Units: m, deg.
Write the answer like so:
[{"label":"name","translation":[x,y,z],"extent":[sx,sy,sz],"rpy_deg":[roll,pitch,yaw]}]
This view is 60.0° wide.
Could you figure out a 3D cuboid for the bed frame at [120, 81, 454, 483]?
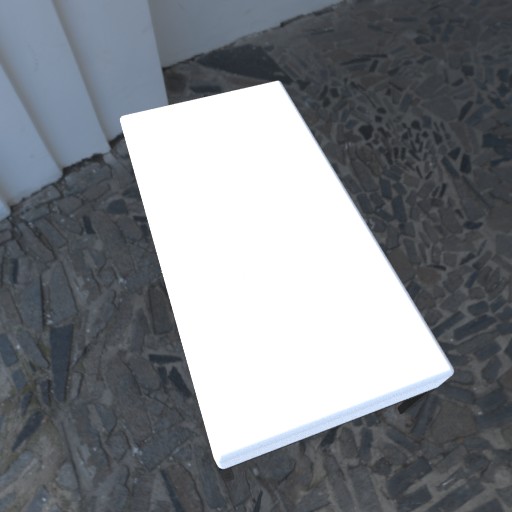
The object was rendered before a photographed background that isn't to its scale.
[{"label":"bed frame","translation":[0.000,0.000,2.433],"extent":[1.023,0.659,1.950],"rpy_deg":[-17,59,-10]}]
